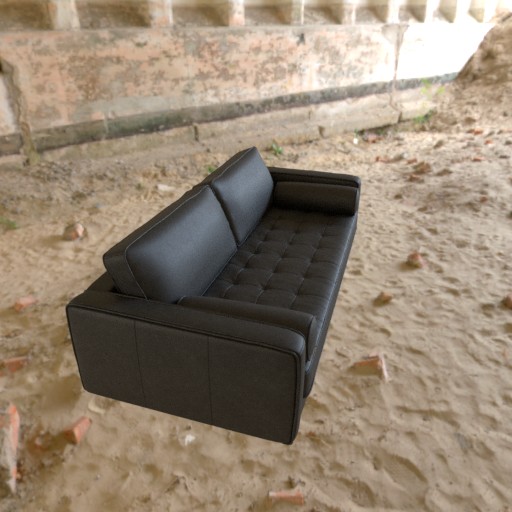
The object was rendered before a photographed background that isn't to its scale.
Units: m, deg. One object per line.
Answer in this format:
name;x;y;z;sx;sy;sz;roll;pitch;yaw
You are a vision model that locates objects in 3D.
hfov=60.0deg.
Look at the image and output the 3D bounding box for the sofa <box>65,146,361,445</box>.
sofa;0.000;0.000;2.364;0.921;0.770;1.879;9;29;16
